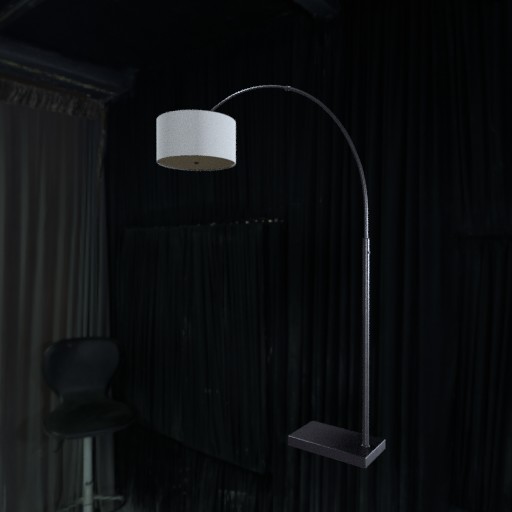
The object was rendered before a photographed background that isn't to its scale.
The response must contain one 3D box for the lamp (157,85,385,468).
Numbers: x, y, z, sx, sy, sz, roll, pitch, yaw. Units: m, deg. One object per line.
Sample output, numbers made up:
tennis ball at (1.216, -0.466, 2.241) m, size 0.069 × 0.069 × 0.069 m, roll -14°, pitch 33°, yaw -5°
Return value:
lamp at (0.000, 0.000, 2.532) m, size 1.424 × 1.927 × 0.493 m, roll 0°, pitch 1°, yaw 36°
